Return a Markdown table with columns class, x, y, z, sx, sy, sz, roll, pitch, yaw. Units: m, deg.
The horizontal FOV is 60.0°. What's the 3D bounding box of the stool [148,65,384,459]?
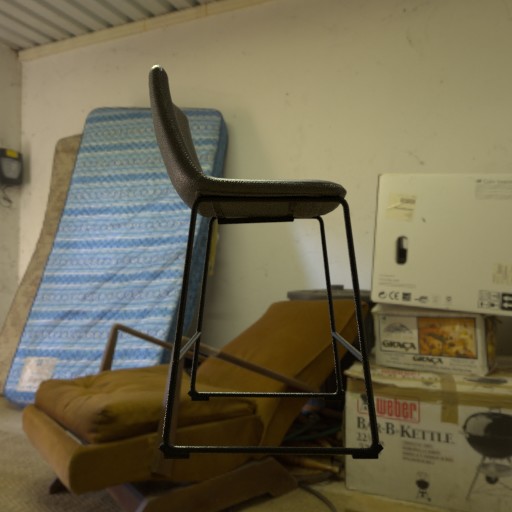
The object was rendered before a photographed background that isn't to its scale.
| class | x | y | z | sx | sy | sz | roll | pitch | yaw |
| --- | --- | --- | --- | --- | --- | --- | --- | --- | --- |
| stool | 0.000 | 0.000 | 1.163 | 0.546 | 0.876 | 0.470 | 0 | -1 | 0 |
